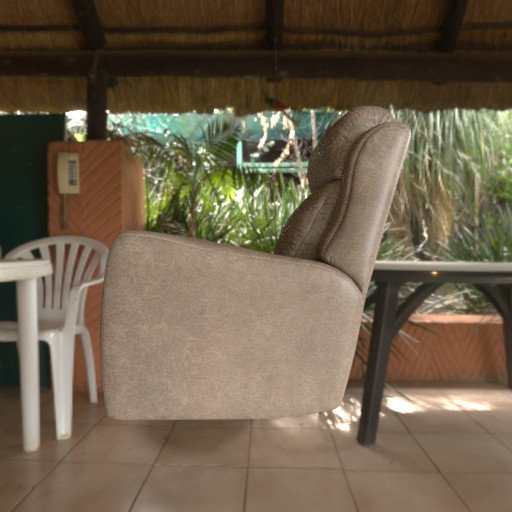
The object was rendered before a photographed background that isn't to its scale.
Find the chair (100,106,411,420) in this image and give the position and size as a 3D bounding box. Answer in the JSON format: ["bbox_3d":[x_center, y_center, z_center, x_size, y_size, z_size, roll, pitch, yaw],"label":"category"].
[{"bbox_3d":[0.000,0.000,1.924,1.068,1.116,0.967,0,1,0],"label":"chair"}]
